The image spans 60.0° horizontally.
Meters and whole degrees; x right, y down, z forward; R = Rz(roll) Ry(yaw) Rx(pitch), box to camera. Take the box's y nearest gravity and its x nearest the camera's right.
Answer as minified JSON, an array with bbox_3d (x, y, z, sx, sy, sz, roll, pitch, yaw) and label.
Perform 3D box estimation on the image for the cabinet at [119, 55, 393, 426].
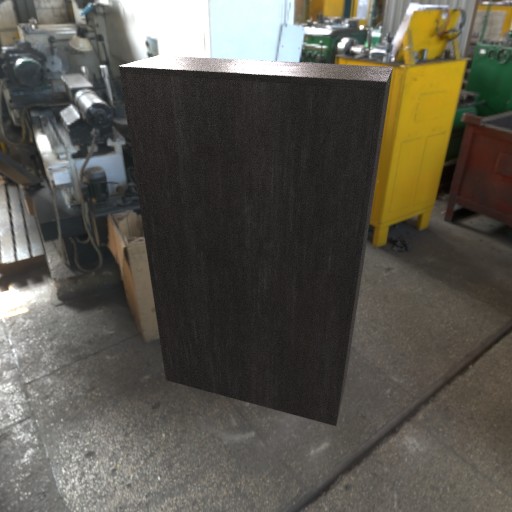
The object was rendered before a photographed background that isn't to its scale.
[{"bbox_3d":[0.000,0.000,1.608,0.750,1.280,0.250,10,33,16],"label":"cabinet"}]
